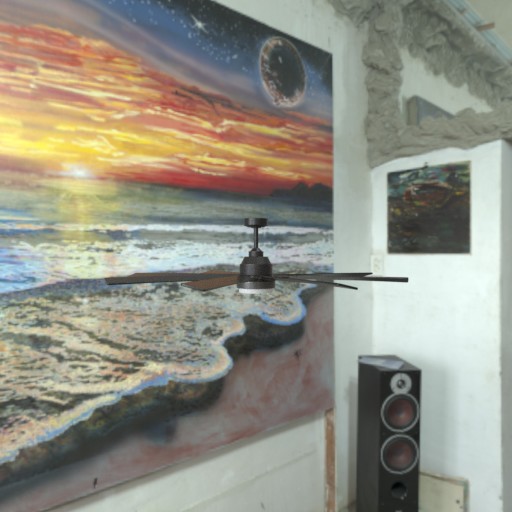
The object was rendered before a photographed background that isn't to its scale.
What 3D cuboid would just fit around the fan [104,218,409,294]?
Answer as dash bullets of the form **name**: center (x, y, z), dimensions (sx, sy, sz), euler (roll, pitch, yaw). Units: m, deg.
- **fan**: center (0.000, 0.000, 2.814), dimensions (1.830, 0.472, 1.830), euler (0, 0, 18)
